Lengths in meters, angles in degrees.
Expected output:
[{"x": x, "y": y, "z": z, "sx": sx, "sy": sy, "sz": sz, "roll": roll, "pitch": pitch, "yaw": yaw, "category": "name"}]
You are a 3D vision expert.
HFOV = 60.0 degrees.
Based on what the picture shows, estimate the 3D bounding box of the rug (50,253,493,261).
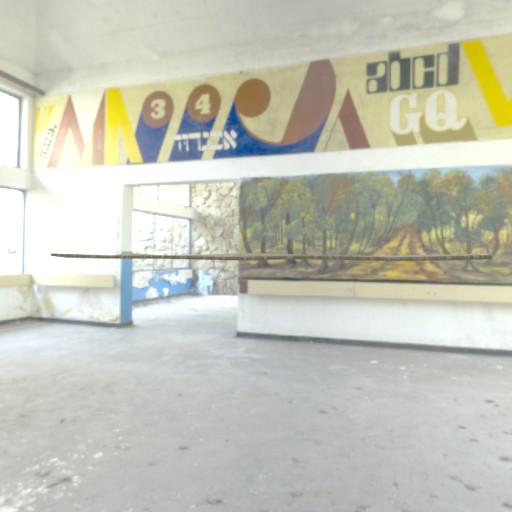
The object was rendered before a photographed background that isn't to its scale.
[{"x": 0.000, "y": 0.000, "z": 2.685, "sx": 2.452, "sy": 0.051, "sz": 0.752, "roll": 0, "pitch": 0, "yaw": 20, "category": "rug"}]
